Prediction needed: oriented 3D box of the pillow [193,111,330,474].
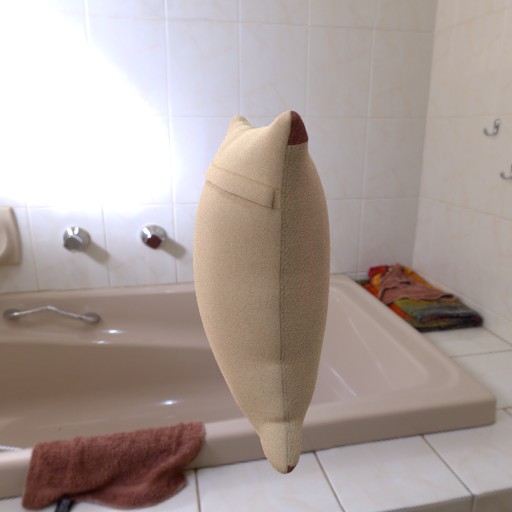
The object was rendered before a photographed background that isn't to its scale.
[{"bbox_3d":[0.000,0.000,0.813,0.229,0.506,0.536,-3,16,-9],"label":"pillow"}]
